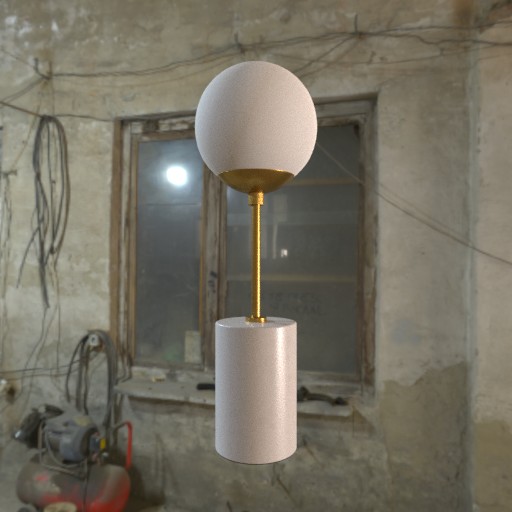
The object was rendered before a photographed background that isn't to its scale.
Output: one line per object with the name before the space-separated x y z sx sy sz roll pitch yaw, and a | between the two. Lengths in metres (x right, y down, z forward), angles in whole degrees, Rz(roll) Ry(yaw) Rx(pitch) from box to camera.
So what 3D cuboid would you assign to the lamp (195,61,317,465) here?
lamp | 0.000 0.000 0.561 0.153 0.480 0.153 0 -1 0
